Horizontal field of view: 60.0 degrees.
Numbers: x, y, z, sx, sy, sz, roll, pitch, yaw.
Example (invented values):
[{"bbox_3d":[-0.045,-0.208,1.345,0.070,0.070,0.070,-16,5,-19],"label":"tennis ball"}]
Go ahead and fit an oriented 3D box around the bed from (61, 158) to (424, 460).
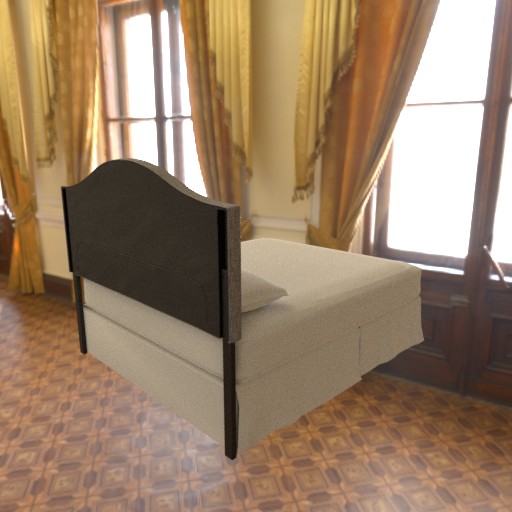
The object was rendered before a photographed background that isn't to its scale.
[{"bbox_3d":[0.000,0.000,2.965,1.610,1.295,1.870,13,18,43],"label":"bed"}]
